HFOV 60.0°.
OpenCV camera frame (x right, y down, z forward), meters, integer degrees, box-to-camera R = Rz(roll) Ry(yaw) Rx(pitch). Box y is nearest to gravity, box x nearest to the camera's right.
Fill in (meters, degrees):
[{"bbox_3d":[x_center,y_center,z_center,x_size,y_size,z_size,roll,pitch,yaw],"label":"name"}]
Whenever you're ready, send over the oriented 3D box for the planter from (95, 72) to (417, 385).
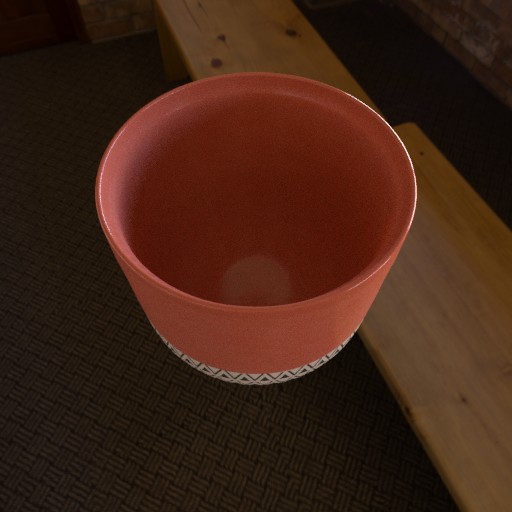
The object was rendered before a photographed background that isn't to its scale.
[{"bbox_3d":[0.000,0.000,0.485,0.266,0.270,0.266,0,57,0],"label":"planter"}]
